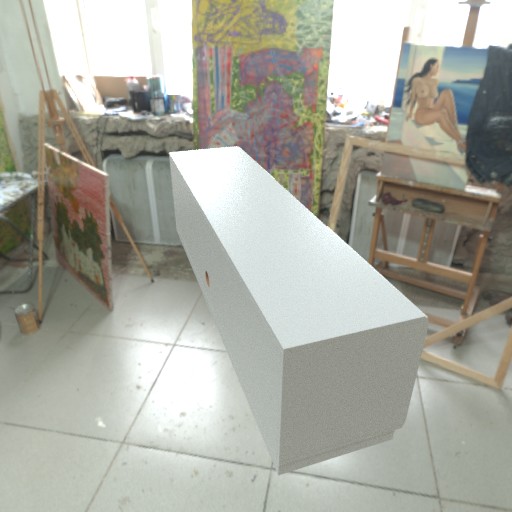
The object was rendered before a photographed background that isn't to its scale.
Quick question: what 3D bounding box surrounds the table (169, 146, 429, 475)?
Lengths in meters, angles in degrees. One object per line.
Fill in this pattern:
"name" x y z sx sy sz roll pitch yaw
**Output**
"table" 0.000 0.000 1.753 0.400 0.440 1.550 -9 31 -16
